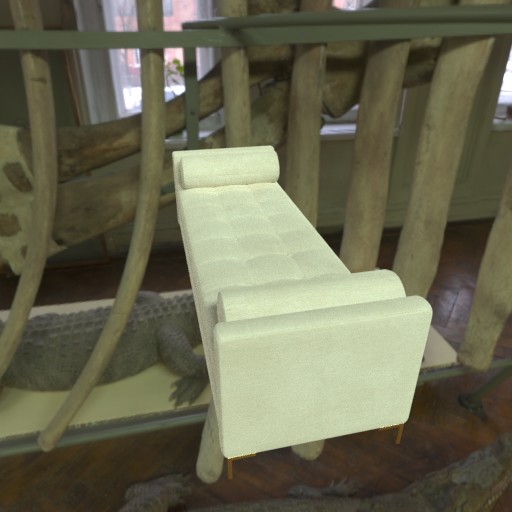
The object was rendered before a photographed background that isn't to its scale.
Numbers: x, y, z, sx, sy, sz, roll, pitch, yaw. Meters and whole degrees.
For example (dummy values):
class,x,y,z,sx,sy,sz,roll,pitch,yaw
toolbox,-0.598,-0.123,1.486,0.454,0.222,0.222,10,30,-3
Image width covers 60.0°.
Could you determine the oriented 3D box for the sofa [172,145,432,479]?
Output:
class,x,y,z,sx,sy,sz,roll,pitch,yaw
sofa,0.000,0.000,2.288,0.686,0.635,1.981,-6,29,-11
